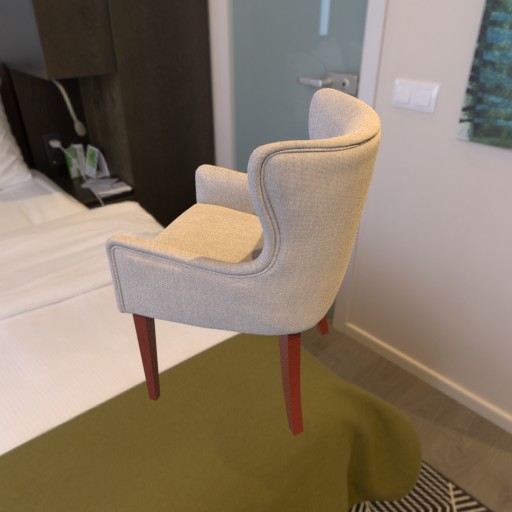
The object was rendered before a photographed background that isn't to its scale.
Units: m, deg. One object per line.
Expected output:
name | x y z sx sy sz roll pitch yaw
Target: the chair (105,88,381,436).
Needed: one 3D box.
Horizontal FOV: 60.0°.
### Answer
chair | 0.000 0.000 1.440 0.677 0.948 0.732 9 31 15
